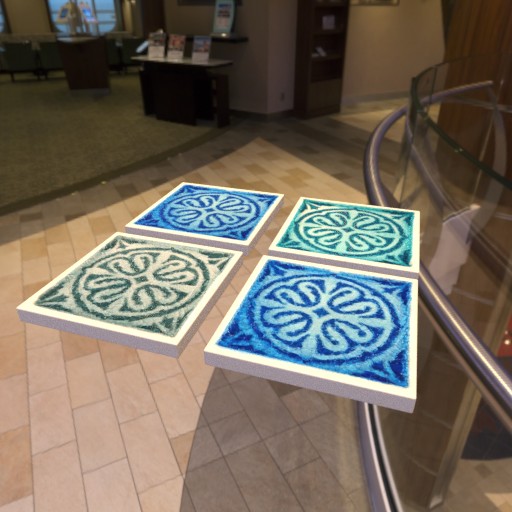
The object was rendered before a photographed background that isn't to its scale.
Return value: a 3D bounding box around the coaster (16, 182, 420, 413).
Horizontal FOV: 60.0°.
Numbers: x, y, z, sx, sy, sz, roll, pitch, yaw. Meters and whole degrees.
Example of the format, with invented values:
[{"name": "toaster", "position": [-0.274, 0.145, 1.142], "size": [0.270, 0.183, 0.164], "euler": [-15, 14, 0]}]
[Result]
[{"name": "coaster", "position": [0.000, 0.000, 0.315], "size": [0.219, 0.010, 0.214], "euler": [9, 31, 16]}]
